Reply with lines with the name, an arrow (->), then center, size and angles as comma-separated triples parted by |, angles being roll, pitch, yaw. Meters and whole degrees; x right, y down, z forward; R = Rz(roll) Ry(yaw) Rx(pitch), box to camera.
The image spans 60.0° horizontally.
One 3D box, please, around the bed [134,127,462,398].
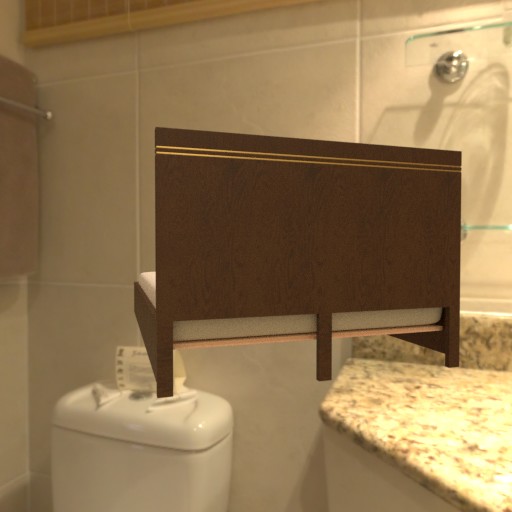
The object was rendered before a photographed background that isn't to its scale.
bed -> 0.000, 0.000, 3.209 | 1.613, 1.169, 2.221 | 0, 2, -18
